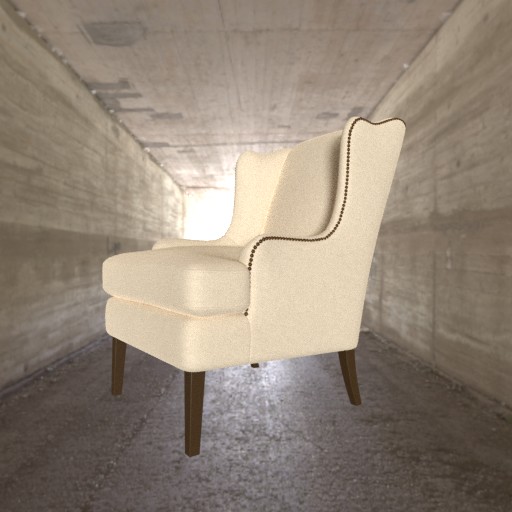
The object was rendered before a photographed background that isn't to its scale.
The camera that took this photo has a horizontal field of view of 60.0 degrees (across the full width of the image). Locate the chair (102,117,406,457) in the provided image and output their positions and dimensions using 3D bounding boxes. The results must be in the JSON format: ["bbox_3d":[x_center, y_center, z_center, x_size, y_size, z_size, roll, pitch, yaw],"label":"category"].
[{"bbox_3d":[0.000,0.000,1.651,0.940,1.029,0.737,-1,1,-36],"label":"chair"}]
